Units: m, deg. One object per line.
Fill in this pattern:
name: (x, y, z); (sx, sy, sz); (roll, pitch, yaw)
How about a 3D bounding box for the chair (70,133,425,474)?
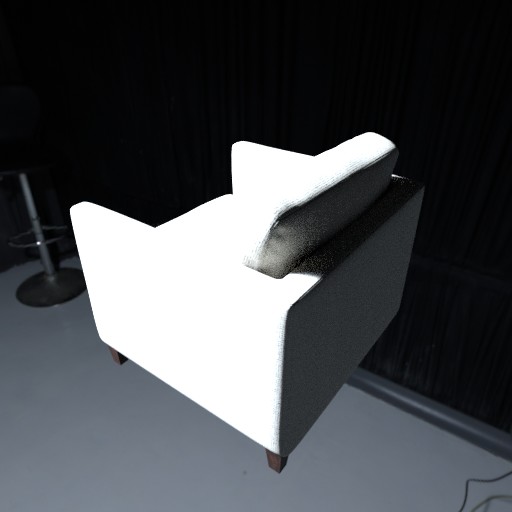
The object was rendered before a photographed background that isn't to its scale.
chair: (0.000, 0.000, 1.756); (0.959, 0.919, 0.996); (21, 37, 31)
